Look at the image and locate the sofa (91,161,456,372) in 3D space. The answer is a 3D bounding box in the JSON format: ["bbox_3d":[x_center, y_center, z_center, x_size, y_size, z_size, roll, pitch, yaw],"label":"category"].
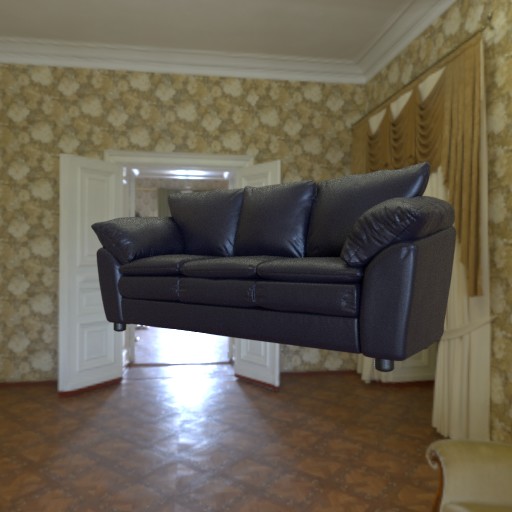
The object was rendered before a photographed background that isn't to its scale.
[{"bbox_3d":[0.000,0.000,2.877,2.336,1.073,0.880,0,0,35],"label":"sofa"}]
